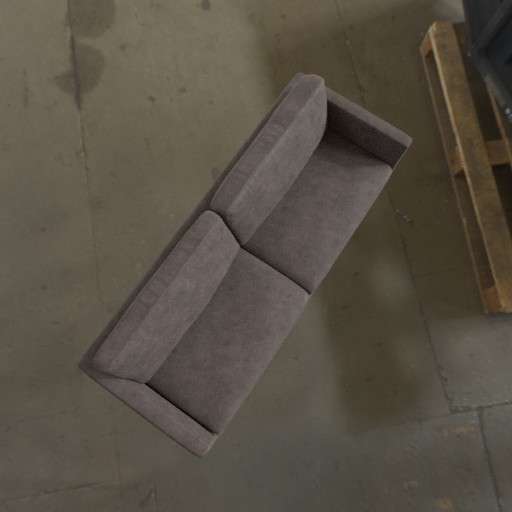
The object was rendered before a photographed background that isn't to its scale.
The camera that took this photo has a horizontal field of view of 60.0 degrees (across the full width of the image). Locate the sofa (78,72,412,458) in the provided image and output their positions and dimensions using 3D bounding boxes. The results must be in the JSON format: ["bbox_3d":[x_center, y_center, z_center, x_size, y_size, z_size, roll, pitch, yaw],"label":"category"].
[{"bbox_3d":[0.000,0.000,3.041,0.951,0.965,2.434,34,79,8],"label":"sofa"}]
